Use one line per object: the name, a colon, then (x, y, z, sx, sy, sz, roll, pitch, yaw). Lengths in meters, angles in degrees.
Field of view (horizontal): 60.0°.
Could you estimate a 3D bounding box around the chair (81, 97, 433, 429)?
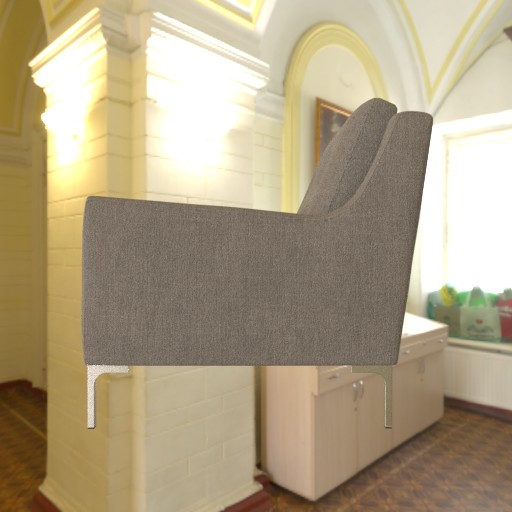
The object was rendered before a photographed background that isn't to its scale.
chair: (0.000, 0.000, 1.459, 0.849, 0.828, 0.847, 0, 0, 0)
